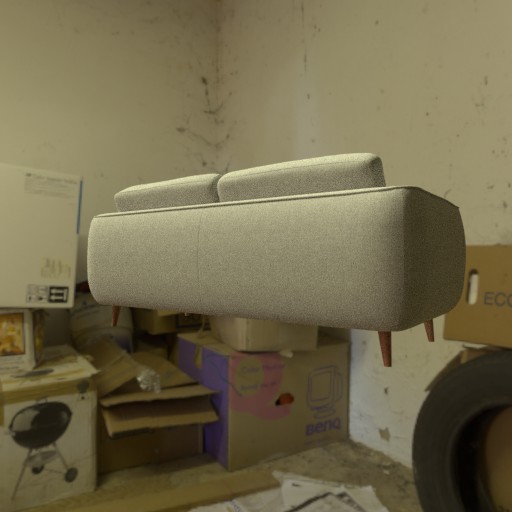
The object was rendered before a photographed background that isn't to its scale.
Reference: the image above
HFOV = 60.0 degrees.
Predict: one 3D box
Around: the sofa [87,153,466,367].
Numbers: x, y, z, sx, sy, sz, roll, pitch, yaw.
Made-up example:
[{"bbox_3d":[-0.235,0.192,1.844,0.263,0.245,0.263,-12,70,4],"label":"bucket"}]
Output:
[{"bbox_3d":[0.000,0.000,2.445,2.000,0.850,0.920,0,0,36],"label":"sofa"}]
